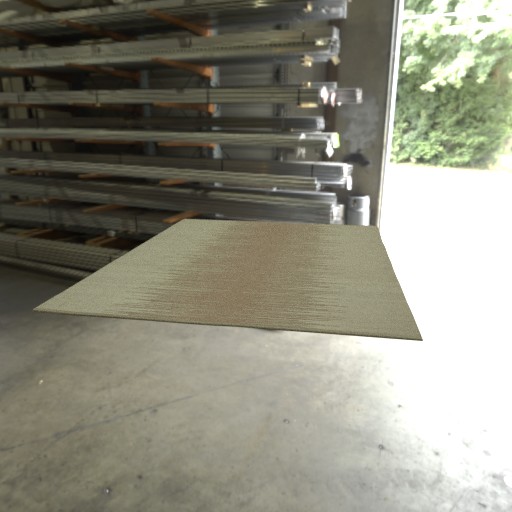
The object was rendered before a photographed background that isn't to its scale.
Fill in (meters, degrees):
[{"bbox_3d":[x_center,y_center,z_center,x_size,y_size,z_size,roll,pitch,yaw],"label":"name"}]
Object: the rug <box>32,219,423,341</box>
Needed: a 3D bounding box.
[{"bbox_3d":[0.000,0.000,4.114,2.438,0.013,3.048,3,16,10],"label":"rug"}]
